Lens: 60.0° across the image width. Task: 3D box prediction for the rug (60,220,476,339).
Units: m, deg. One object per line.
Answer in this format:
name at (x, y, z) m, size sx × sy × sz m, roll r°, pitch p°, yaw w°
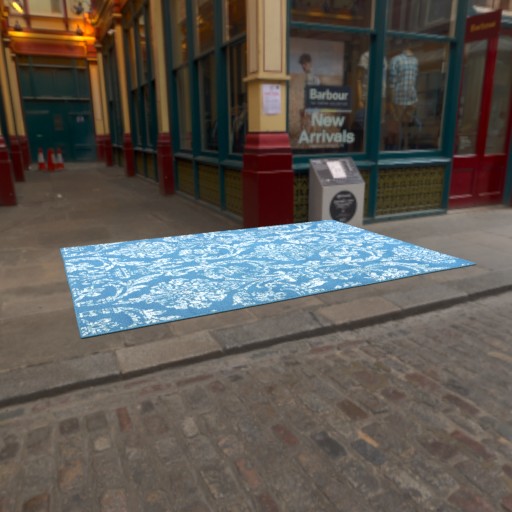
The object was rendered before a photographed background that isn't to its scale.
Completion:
rug at (0.000, 0.000, 2.320) m, size 1.833 × 0.012 × 1.211 m, roll -8°, pitch 18°, yaw -25°
